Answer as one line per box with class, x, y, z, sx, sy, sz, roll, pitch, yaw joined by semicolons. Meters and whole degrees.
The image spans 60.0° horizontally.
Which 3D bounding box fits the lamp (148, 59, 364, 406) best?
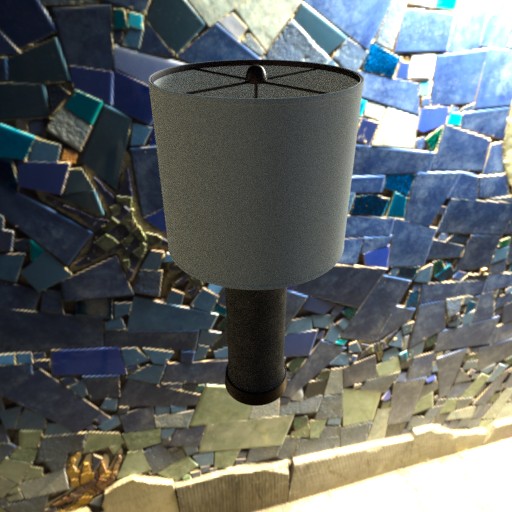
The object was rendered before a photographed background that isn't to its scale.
lamp;0.000;0.000;0.787;0.301;0.630;0.301;0;32;0
